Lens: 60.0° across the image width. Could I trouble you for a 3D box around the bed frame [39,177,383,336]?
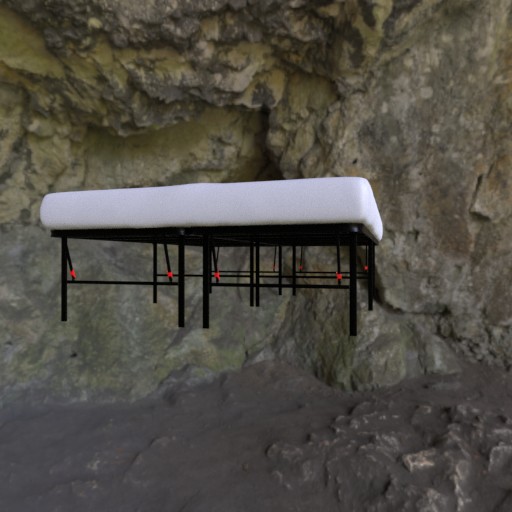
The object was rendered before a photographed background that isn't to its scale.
[{"bbox_3d":[0.000,0.000,2.921,1.584,0.667,2.151,0,0,17],"label":"bed frame"}]
